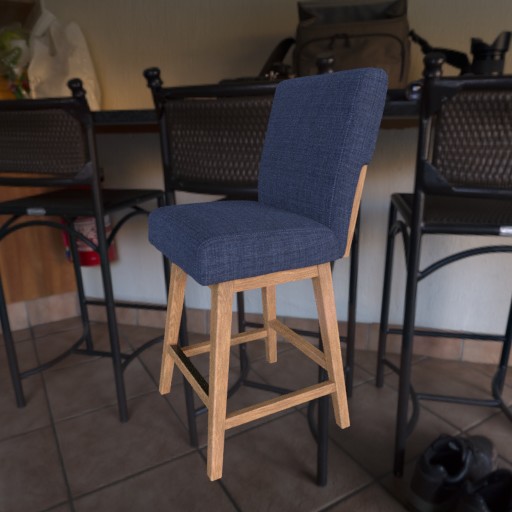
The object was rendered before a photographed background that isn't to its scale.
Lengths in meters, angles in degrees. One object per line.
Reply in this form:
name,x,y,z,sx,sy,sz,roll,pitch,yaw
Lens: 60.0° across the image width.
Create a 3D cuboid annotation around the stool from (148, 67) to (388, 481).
stool,0.000,0.000,1.294,0.526,1.010,0.459,-9,19,-27
